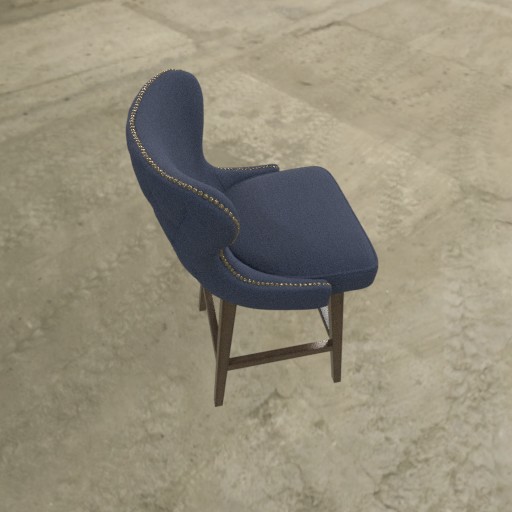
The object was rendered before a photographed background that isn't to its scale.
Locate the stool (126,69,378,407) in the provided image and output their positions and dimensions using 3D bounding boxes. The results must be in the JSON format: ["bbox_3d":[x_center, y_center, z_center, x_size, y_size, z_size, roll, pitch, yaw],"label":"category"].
[{"bbox_3d":[0.000,0.000,1.362,0.597,0.972,0.615,-9,47,-9],"label":"stool"}]
